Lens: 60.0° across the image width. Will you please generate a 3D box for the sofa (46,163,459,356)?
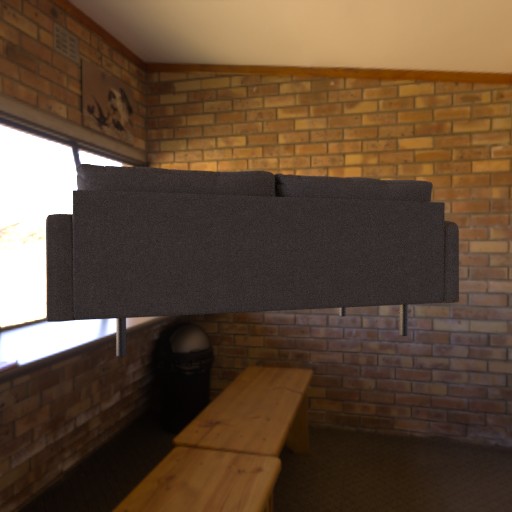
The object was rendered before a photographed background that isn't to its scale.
[{"bbox_3d":[0.000,0.000,2.559,2.100,0.880,0.880,0,2,-18],"label":"sofa"}]
